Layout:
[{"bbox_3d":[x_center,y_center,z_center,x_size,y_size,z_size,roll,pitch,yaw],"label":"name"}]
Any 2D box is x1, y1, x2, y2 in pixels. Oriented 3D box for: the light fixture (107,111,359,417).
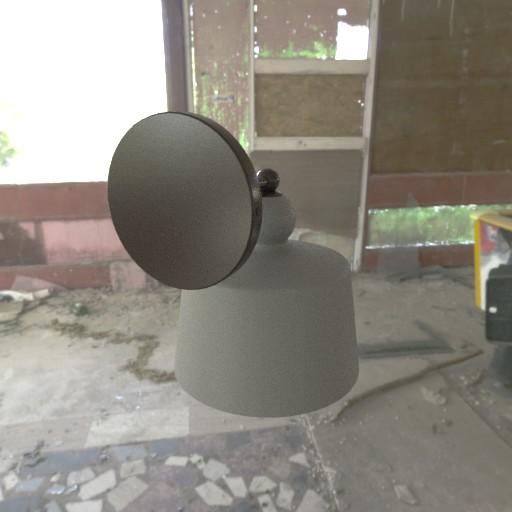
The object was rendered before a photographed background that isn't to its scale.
[{"bbox_3d":[0.000,0.000,0.439,0.204,0.268,0.254,8,19,26],"label":"light fixture"}]
